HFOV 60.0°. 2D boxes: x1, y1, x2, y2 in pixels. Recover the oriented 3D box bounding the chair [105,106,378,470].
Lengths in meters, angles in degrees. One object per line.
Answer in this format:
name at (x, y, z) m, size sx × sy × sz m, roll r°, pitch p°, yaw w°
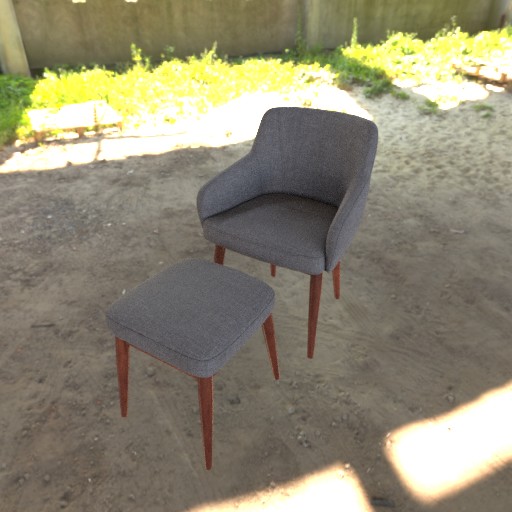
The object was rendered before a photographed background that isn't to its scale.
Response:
chair at (0.000, 0.000, 1.574) m, size 0.584 × 0.799 × 1.107 m, roll 18°, pitch 36°, yaw 27°
